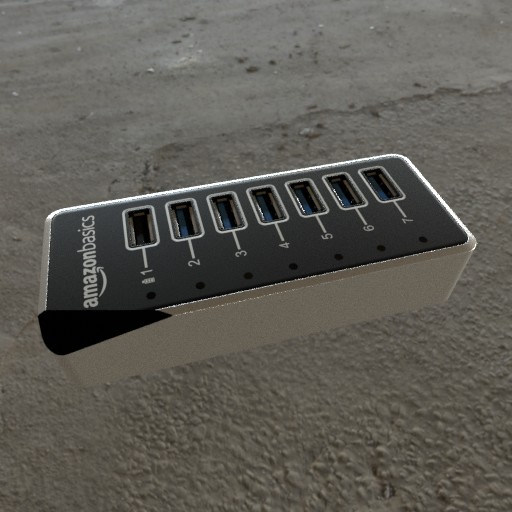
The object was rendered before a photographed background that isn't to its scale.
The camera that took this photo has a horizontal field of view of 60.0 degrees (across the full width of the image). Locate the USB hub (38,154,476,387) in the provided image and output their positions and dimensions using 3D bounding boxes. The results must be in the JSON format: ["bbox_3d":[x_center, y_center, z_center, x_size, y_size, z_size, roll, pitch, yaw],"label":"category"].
[{"bbox_3d":[0.000,0.000,0.127,0.110,0.023,0.044,-11,49,-10],"label":"USB hub"}]
